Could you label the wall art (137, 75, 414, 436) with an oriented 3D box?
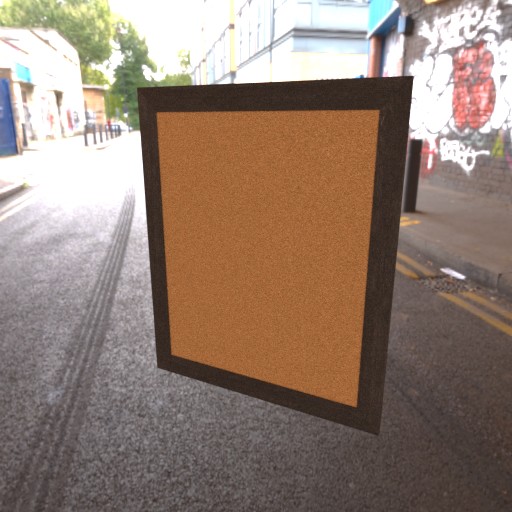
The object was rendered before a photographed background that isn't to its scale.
[{"bbox_3d":[0.000,0.000,0.781,0.476,0.570,0.013,9,19,26],"label":"wall art"}]
